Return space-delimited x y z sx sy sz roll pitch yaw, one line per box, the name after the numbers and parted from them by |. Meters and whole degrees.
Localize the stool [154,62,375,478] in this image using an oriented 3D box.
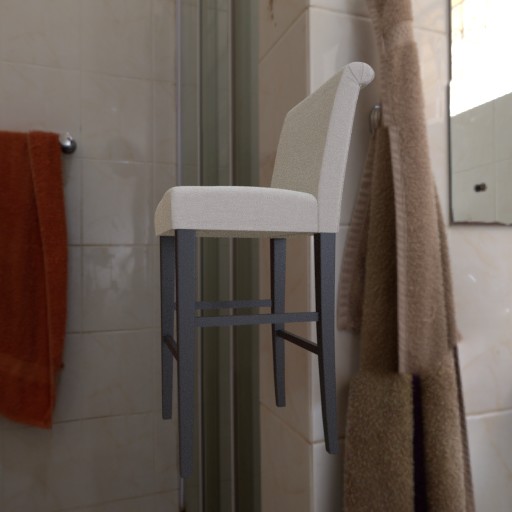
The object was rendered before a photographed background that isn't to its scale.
0.000 0.000 1.415 0.597 1.124 0.452 0 0 -18 | stool
